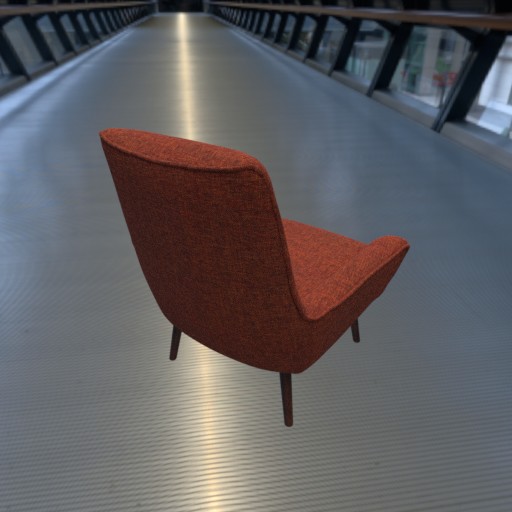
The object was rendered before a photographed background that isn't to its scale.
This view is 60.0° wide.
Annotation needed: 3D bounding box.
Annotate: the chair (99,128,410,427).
[{"bbox_3d":[0.000,0.000,1.492,0.803,0.911,0.784,19,34,31],"label":"chair"}]
